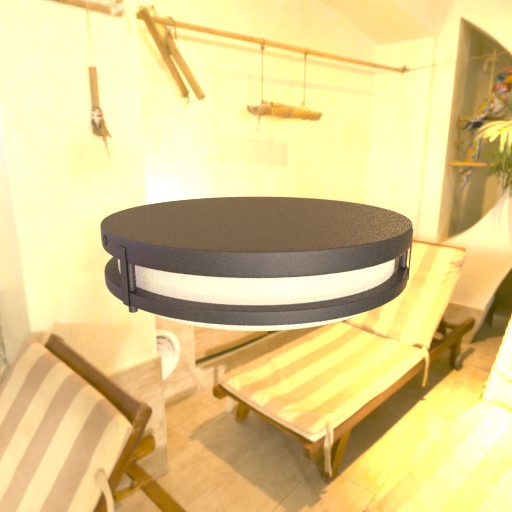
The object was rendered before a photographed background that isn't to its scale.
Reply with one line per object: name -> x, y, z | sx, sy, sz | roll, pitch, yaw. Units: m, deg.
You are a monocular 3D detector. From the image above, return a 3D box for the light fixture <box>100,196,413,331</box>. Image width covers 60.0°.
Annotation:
light fixture -> 0.000, 0.000, 0.543 | 0.356, 0.102, 0.356 | 0, 15, 0
